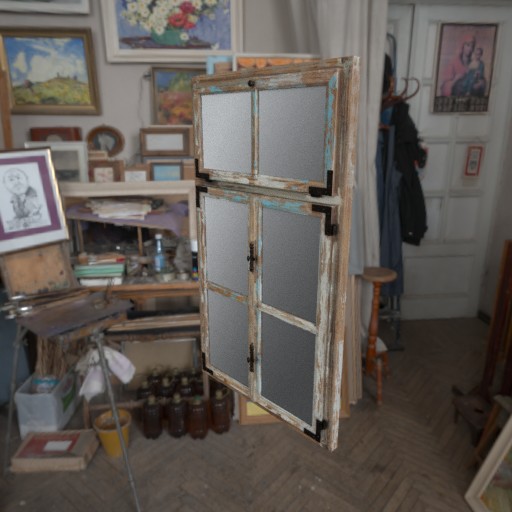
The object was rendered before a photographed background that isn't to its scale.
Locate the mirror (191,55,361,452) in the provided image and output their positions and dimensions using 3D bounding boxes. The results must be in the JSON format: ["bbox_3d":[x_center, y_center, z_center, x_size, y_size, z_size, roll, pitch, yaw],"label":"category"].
[{"bbox_3d":[0.000,0.000,1.543,0.083,1.213,0.707,-15,22,-41],"label":"mirror"}]
